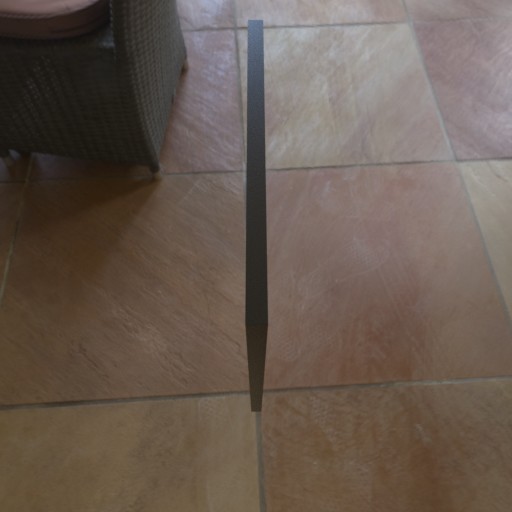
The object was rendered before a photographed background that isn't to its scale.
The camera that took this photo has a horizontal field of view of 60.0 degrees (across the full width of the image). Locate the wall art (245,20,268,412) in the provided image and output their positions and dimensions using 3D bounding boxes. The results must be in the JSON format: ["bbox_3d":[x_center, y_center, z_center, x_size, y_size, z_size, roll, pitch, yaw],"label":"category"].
[{"bbox_3d":[0.000,0.000,1.415,0.039,1.061,0.804,0,63,0],"label":"wall art"}]
